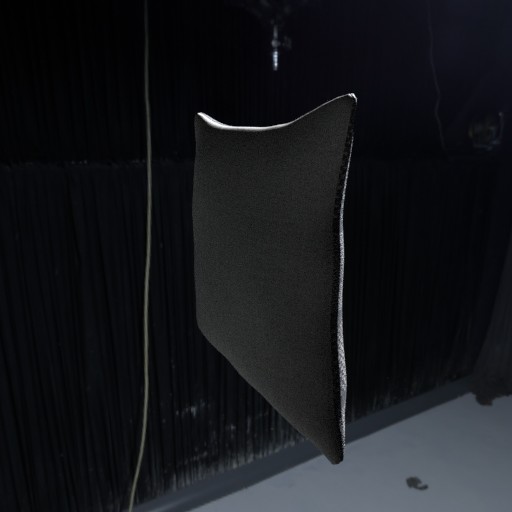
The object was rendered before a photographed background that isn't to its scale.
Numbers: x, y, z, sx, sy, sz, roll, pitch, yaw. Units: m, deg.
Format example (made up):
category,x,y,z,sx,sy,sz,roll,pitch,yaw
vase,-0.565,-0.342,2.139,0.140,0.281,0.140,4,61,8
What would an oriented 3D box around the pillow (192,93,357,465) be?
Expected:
category,x,y,z,sx,sy,sz,roll,pitch,yaw
pillow,0.000,0.000,0.672,0.138,0.432,0.435,-8,17,-27
